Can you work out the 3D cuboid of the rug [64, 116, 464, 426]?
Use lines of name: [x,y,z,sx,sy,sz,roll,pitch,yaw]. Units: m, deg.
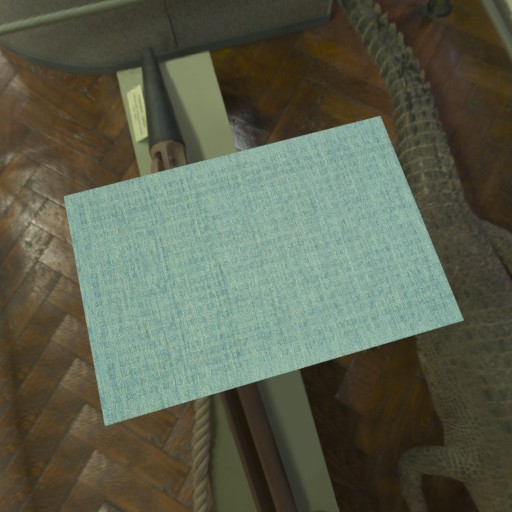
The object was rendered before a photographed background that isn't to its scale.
rug: [0.000,0.000,2.903,2.286,0.006,1.522,-15,75,-4]
